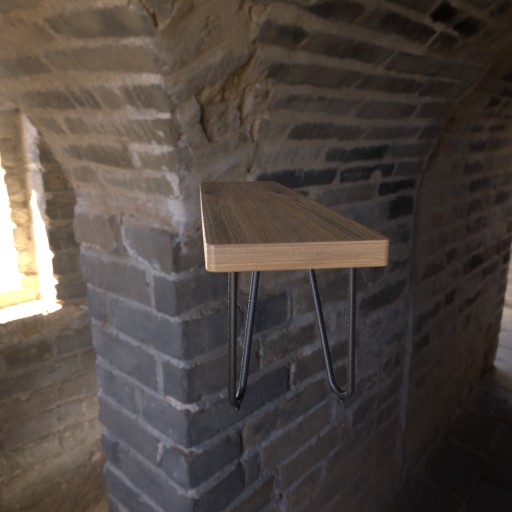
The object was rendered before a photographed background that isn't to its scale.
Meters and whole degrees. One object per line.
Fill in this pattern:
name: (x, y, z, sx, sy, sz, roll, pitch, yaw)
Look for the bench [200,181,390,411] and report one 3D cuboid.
bench: (0.000, 0.000, 1.785, 0.425, 0.462, 1.570, -2, 15, -7)
